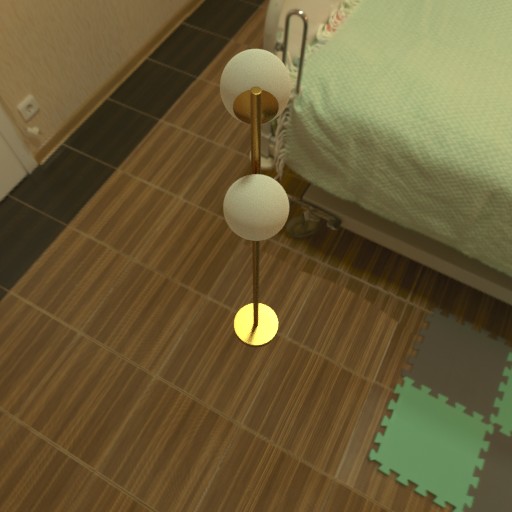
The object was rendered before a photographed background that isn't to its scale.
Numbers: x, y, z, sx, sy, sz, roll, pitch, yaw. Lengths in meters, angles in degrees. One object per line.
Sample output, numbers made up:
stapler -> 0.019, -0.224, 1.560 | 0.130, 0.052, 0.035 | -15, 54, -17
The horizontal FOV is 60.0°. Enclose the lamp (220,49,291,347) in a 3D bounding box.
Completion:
lamp -> 0.000, 0.000, 1.765 | 0.249, 1.641, 0.419 | -1, 61, 0
